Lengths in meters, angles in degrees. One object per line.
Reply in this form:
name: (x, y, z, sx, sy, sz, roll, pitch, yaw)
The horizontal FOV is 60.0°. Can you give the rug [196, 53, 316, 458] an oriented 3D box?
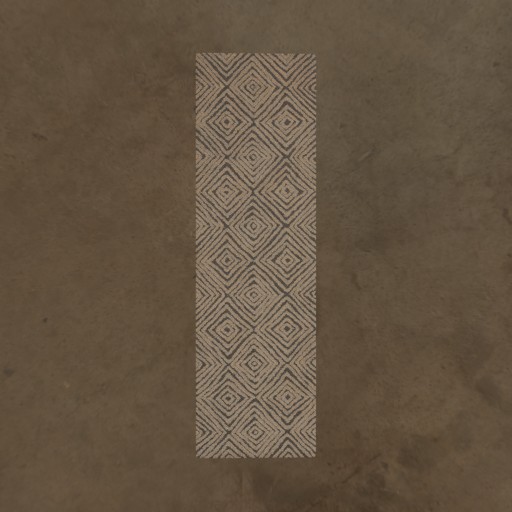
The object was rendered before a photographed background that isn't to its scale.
rug: (0.000, 0.000, 2.500, 0.676, 0.008, 2.277, 0, 90, -1)
